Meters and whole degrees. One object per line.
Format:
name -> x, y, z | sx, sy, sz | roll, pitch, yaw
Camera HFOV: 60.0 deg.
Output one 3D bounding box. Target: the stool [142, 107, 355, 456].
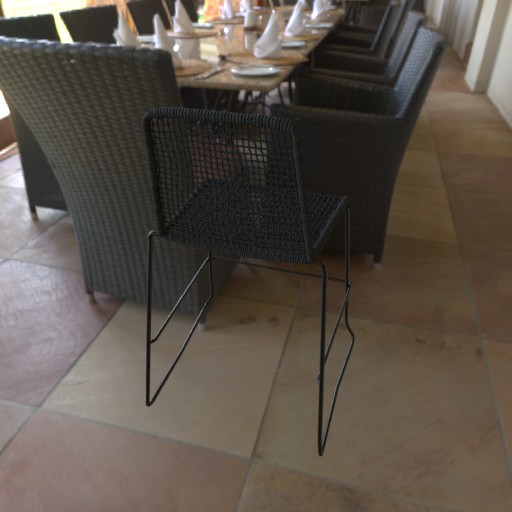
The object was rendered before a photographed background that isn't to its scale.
stool -> 0.000, 0.000, 1.233 | 0.590, 0.905, 0.509 | 10, 34, 15
